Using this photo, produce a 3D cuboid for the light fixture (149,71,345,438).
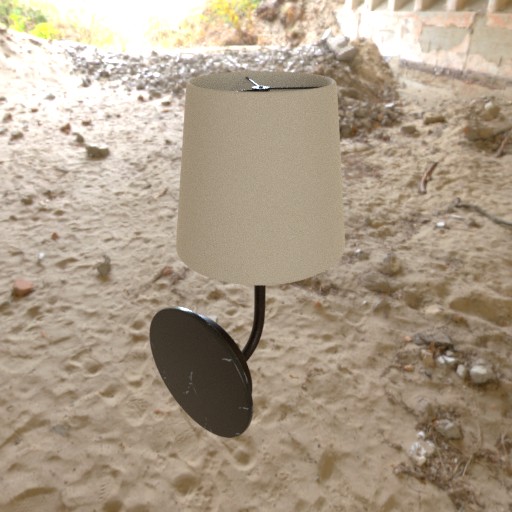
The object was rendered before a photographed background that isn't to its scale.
[{"bbox_3d":[0.000,0.000,0.456,0.168,0.337,0.188,23,36,35],"label":"light fixture"}]
